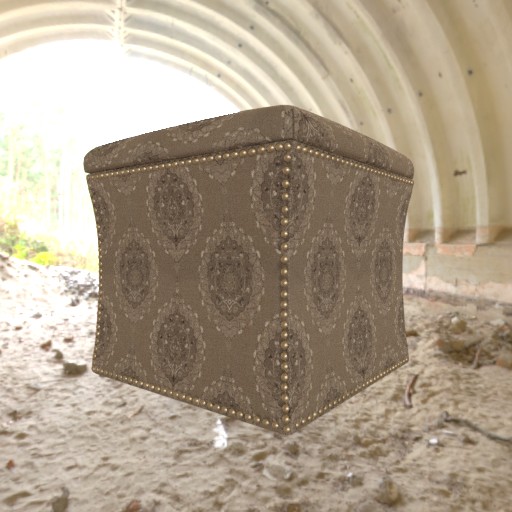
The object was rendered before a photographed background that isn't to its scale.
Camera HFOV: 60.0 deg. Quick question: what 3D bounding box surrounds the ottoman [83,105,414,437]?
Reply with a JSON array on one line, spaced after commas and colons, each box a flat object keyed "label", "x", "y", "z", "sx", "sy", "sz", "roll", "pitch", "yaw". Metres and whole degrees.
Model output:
[{"label": "ottoman", "x": 0.000, "y": 0.000, "z": 0.908, "sx": 0.507, "sy": 0.473, "sz": 0.497, "roll": 1, "pitch": 2, "yaw": 38}]
